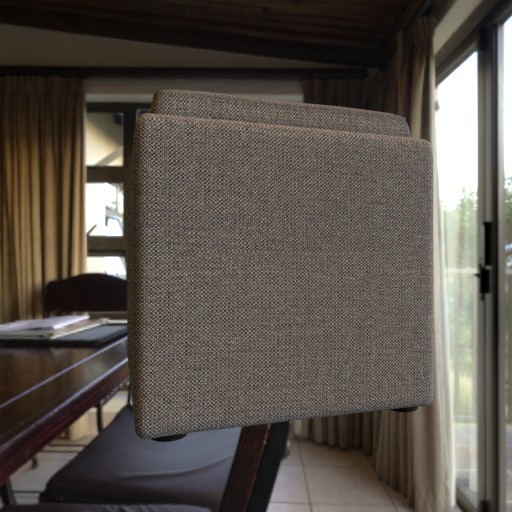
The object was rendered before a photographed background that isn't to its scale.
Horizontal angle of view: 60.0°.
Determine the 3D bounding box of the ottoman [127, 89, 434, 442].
[{"bbox_3d":[0.000,0.000,0.829,0.454,0.487,0.436,0,0,-17],"label":"ottoman"}]
